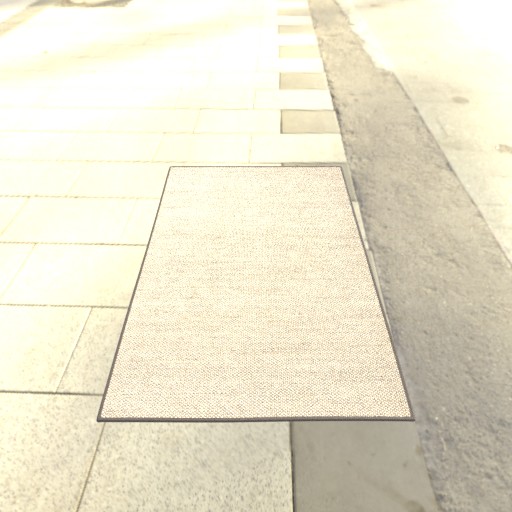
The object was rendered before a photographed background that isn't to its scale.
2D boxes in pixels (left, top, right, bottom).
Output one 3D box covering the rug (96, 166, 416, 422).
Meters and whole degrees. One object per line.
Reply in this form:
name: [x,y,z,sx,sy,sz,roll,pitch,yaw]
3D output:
rug: [0.000,0.000,2.099,1.067,0.013,1.676,0,41,0]
